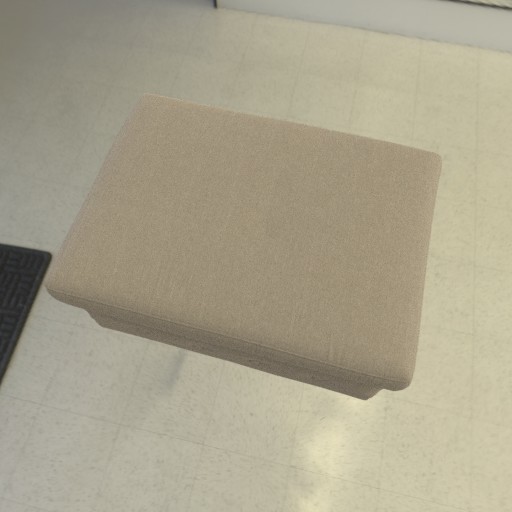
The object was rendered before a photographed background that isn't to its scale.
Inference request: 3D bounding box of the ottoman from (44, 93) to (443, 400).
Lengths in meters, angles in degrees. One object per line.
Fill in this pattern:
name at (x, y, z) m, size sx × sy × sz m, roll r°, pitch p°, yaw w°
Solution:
ottoman at (0.000, 0.000, 1.152) m, size 0.771 × 0.500 × 0.569 m, roll 14°, pitch 65°, yaw 7°
